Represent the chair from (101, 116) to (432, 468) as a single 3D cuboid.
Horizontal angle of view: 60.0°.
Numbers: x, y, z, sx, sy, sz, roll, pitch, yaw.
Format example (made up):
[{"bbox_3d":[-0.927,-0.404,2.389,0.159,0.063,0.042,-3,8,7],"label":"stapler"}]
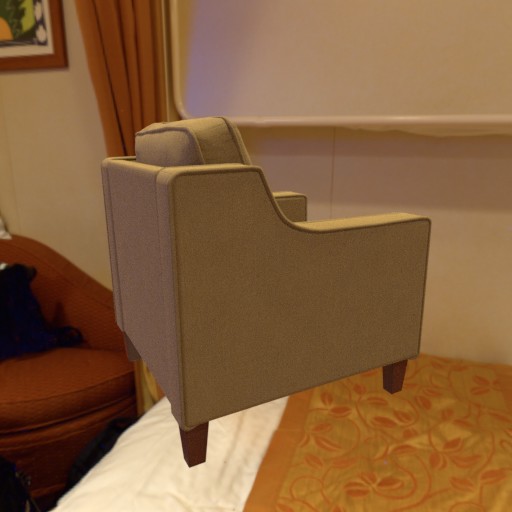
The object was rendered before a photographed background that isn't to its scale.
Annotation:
[{"bbox_3d":[0.000,0.000,1.642,0.909,0.960,0.831,-8,17,-28],"label":"chair"}]
